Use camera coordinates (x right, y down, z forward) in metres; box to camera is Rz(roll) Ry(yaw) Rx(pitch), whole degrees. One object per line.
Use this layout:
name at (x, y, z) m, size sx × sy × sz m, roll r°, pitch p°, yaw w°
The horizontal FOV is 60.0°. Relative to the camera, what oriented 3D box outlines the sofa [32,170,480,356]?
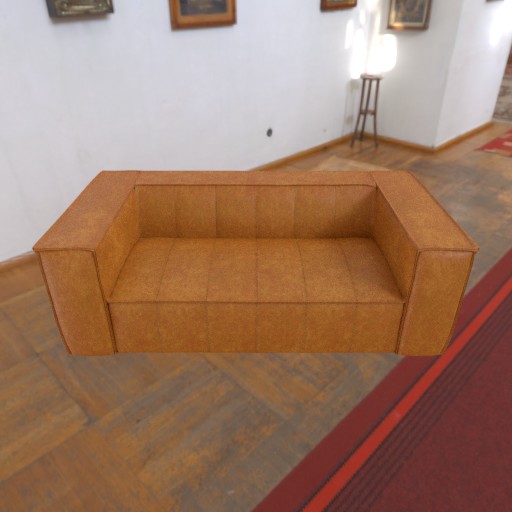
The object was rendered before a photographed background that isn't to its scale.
sofa at (0.000, 0.000, 2.629) m, size 2.088 × 0.703 × 1.102 m, roll 0°, pitch 31°, yaw 0°
